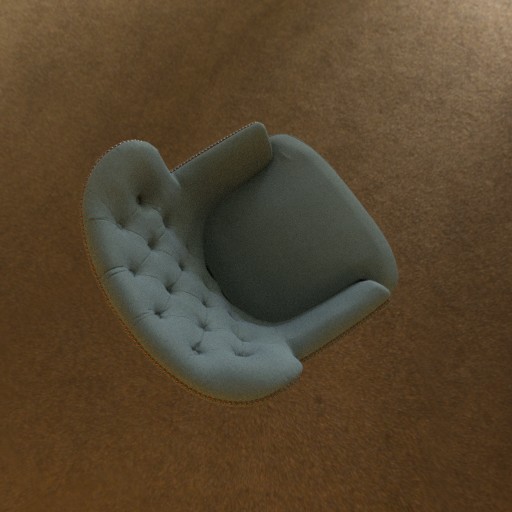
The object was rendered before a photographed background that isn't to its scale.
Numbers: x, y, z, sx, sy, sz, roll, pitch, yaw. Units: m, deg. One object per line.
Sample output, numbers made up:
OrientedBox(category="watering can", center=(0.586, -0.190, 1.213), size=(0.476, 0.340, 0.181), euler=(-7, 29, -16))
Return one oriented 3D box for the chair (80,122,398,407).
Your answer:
OrientedBox(category="chair", center=(0.000, 0.000, 1.602), size=(0.906, 0.868, 0.848), euler=(-33, 77, -8))
